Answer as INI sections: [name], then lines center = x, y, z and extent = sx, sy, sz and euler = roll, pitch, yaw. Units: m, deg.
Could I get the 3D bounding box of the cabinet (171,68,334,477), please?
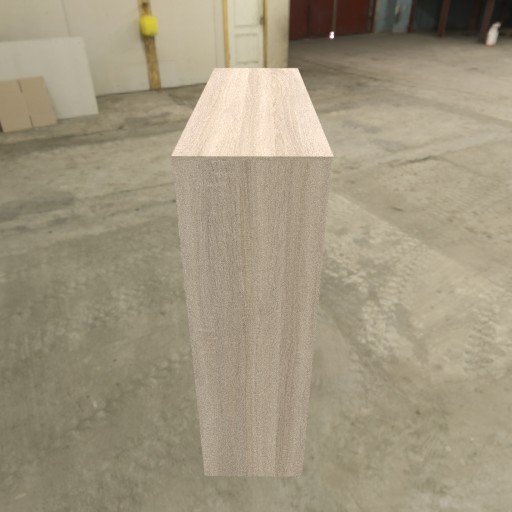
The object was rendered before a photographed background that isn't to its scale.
[cabinet]
center = 0.000, 0.000, 2.993
extent = 0.620, 2.060, 1.870
euler = 0, 32, 0
